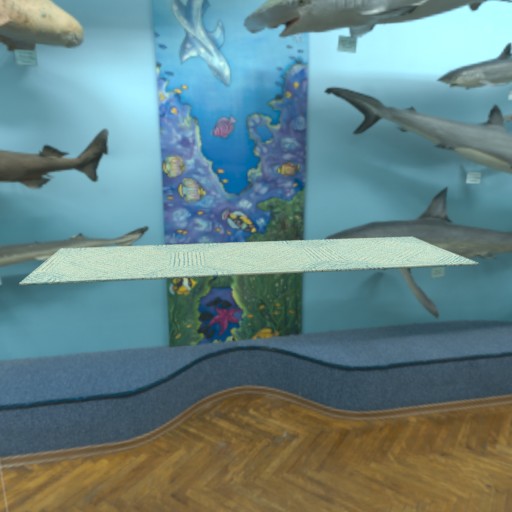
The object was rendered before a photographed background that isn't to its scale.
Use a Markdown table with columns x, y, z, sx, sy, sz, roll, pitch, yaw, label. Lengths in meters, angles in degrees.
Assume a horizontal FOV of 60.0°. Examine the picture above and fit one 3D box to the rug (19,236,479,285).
| x | y | z | sx | sy | sz | roll | pitch | yaw | label |
| --- | --- | --- | --- | --- | --- | --- | --- | --- | --- |
| 0.000 | 0.000 | 2.702 | 2.452 | 0.012 | 0.775 | -2 | 14 | -9 | rug |
